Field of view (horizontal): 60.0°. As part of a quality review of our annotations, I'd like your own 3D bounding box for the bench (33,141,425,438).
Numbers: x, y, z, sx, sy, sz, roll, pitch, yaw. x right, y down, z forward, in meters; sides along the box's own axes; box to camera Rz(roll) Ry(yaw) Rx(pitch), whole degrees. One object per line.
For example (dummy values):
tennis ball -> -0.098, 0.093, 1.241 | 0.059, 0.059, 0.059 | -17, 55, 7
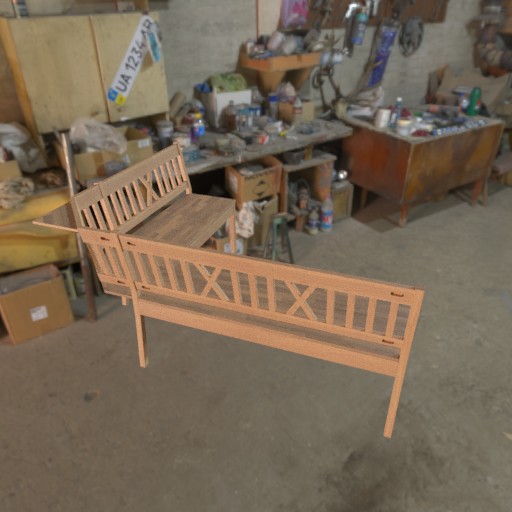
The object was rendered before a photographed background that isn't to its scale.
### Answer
bench -> 0.000, 0.000, 2.824 | 1.937, 0.902, 1.537 | 10, 31, 18
